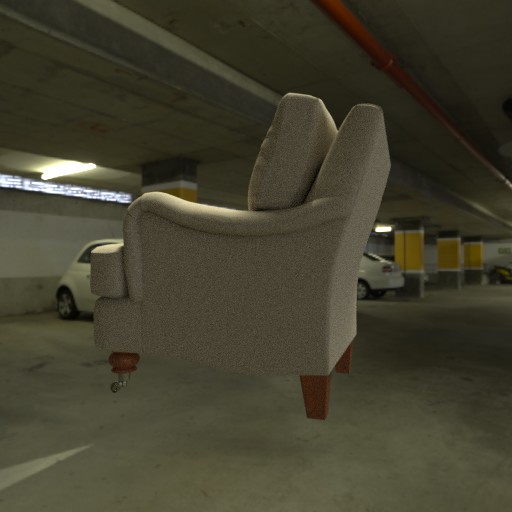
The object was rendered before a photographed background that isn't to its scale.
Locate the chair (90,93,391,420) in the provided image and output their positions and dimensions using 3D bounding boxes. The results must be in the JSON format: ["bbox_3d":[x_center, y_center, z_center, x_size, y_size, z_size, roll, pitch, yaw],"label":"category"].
[{"bbox_3d":[0.000,0.000,1.884,1.078,1.076,0.895,0,-1,19],"label":"chair"}]
